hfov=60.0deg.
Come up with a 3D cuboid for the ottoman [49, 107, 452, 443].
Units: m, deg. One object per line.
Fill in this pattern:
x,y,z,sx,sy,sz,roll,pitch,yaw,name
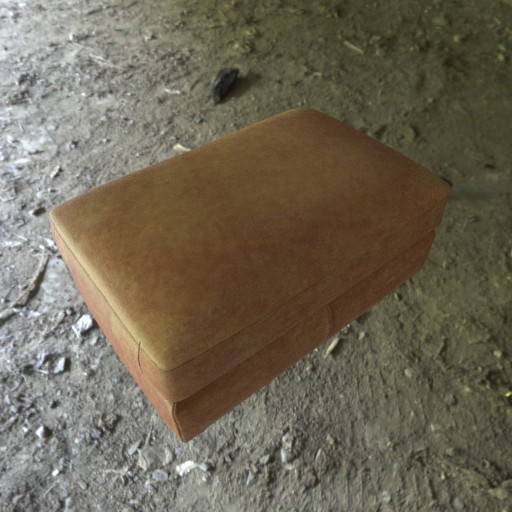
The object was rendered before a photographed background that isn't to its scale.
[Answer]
0.000,0.000,1.183,0.852,0.507,0.565,-30,52,-26,ottoman
